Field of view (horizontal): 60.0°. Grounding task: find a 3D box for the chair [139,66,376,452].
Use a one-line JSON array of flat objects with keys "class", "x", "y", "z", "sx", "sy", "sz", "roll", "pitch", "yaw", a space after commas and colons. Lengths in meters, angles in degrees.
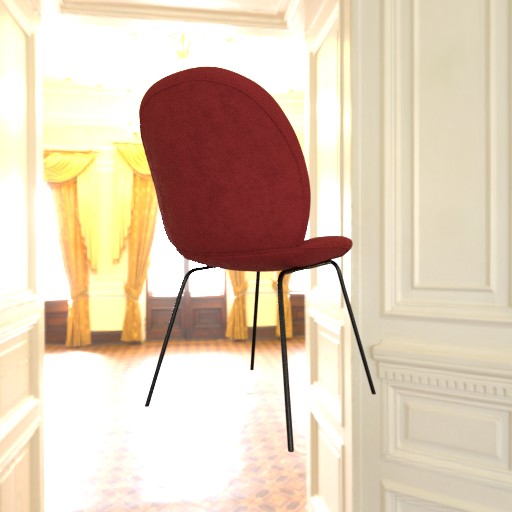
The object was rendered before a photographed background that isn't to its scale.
[{"class": "chair", "x": 0.000, "y": 0.000, "z": 1.176, "sx": 0.458, "sy": 0.791, "sz": 0.587, "roll": 0, "pitch": 1, "yaw": 36}]
